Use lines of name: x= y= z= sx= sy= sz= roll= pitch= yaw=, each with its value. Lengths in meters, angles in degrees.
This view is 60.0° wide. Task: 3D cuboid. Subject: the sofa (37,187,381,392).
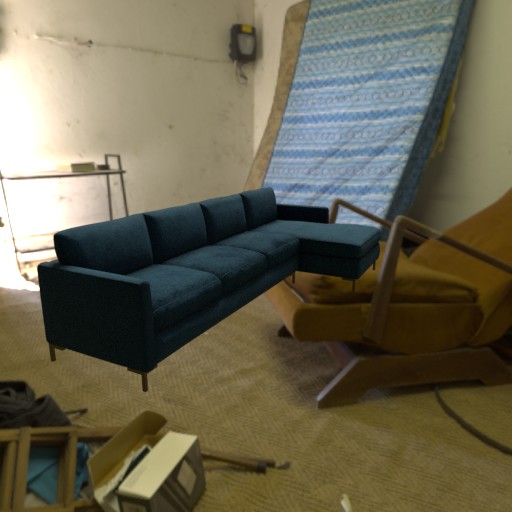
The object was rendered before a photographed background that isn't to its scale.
sofa: x=0.000 y=0.000 z=3.512 sx=1.350 sy=0.810 sz=2.932 roll=8 pitch=17 yaw=27
